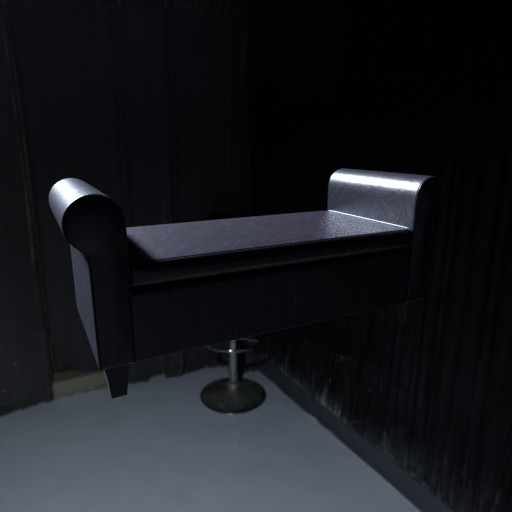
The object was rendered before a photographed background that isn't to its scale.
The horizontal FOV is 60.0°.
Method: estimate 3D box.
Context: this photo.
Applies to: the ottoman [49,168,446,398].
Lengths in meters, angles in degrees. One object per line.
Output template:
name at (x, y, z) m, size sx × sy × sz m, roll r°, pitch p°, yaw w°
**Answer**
ottoman at (0.000, 0.000, 1.554) m, size 1.256 × 0.547 × 0.521 m, roll -7°, pitch 16°, yaw -26°
